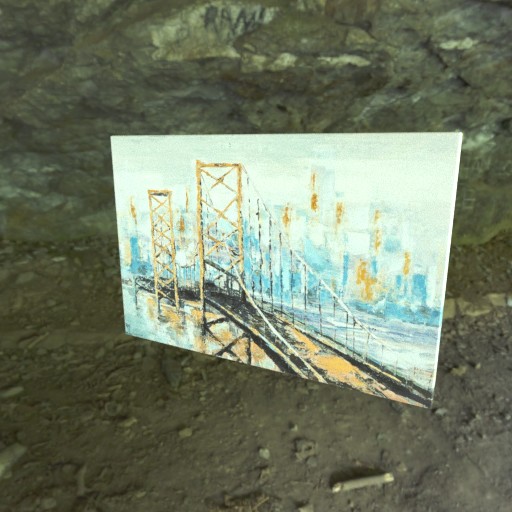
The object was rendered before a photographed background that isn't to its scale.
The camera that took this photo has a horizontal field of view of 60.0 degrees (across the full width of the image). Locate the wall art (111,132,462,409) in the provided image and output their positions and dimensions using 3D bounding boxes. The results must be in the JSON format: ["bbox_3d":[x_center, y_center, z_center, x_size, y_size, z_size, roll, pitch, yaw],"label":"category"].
[{"bbox_3d":[0.000,0.000,1.150,0.913,0.609,0.038,7,16,26],"label":"wall art"}]
